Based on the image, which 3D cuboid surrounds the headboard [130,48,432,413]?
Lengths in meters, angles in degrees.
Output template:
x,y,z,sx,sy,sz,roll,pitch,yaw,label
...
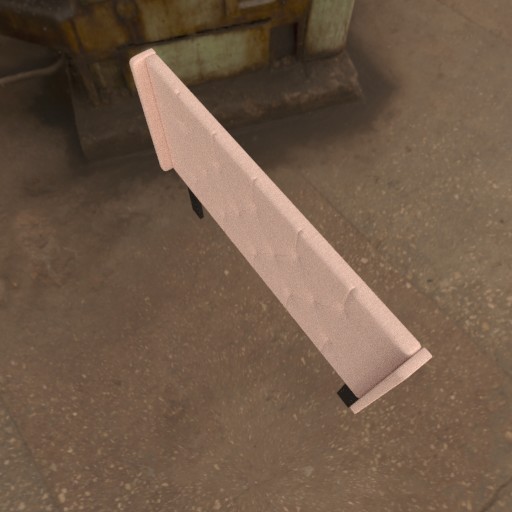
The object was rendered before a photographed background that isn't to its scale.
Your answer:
x,y,z,sx,sy,sz,roll,pitch,yaw,label
0.000,0.000,2.654,0.184,1.524,2.051,-33,68,-15,headboard
